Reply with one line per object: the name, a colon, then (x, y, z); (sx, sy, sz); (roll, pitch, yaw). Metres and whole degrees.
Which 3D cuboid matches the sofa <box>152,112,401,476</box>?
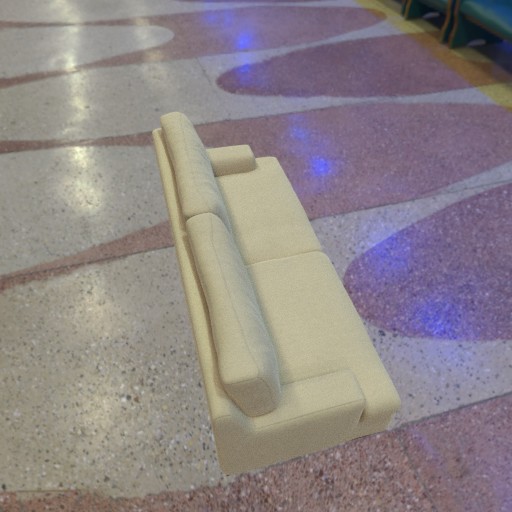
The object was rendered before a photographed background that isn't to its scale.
sofa: (0.000, 0.000, 2.688); (0.929, 0.925, 2.147); (-11, 49, -10)
